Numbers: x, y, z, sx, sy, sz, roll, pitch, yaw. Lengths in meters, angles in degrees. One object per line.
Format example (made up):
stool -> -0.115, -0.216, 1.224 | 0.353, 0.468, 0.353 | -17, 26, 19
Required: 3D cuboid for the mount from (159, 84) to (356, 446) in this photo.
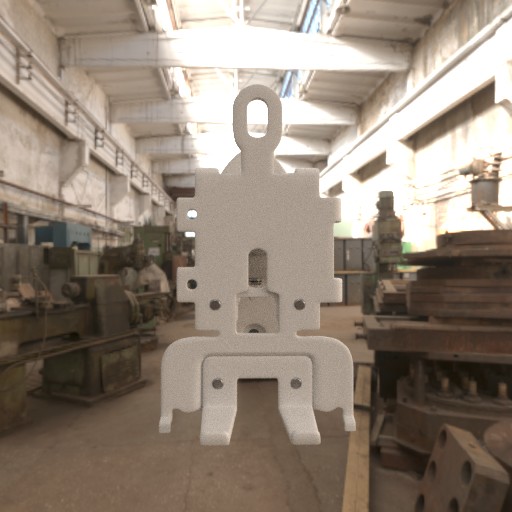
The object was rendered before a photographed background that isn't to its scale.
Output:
mount -> 0.000, 0.000, 0.175 | 0.066, 0.118, 0.100 | 0, 0, -1
